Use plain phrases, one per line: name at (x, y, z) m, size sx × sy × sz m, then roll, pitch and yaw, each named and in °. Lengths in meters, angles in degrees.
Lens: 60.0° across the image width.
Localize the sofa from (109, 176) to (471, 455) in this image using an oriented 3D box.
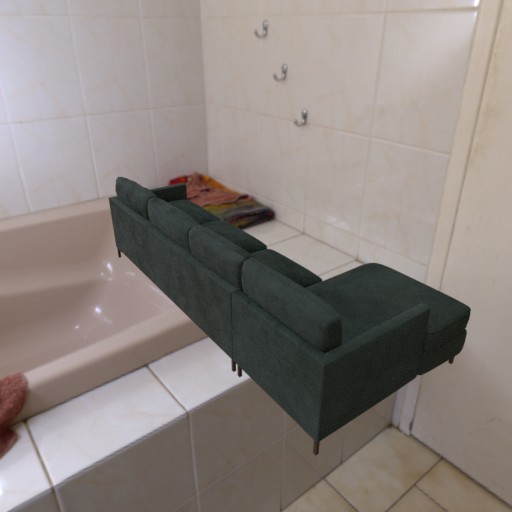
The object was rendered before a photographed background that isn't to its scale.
sofa at (0.000, 0.000, 4.082) m, size 1.500 × 0.967 × 3.400 m, roll -18°, pitch 32°, yaw -32°
